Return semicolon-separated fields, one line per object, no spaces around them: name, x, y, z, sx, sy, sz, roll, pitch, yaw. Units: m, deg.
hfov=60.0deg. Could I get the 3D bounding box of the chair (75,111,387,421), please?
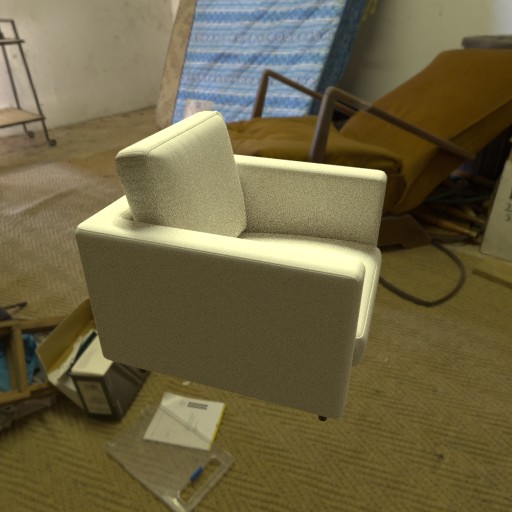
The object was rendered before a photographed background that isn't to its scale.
chair;0.000;0.000;1.625;0.879;0.899;0.831;10;32;16
